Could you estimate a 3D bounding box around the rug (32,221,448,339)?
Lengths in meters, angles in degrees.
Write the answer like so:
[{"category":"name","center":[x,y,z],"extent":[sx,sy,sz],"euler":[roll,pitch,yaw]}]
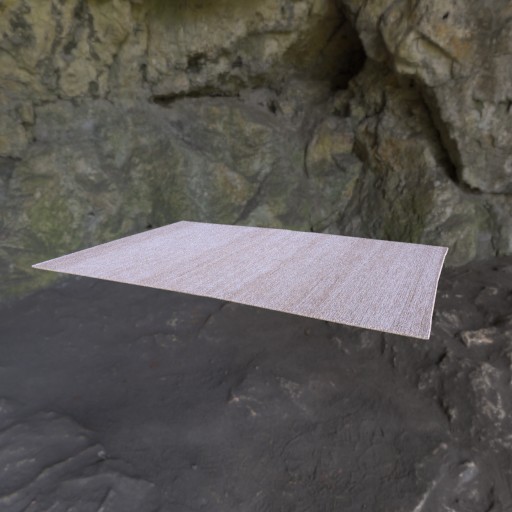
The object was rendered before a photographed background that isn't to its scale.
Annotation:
[{"category":"rug","center":[0.000,0.000,2.919],"extent":[2.283,0.030,1.596],"euler":[7,17,25]}]
